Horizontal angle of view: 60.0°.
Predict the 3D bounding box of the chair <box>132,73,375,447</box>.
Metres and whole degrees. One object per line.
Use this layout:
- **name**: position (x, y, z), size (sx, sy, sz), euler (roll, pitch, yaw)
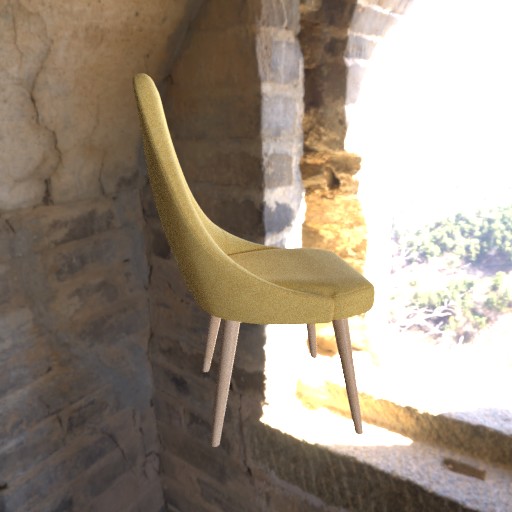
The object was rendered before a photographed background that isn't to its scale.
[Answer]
- **chair**: position (0.000, 0.000, 1.393), size (0.660, 1.040, 0.510), euler (-3, 17, -10)
